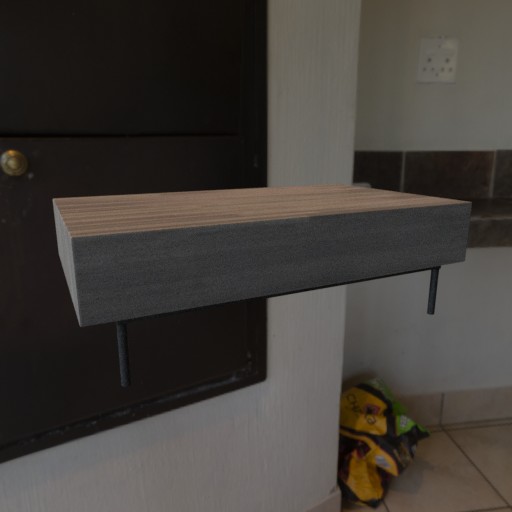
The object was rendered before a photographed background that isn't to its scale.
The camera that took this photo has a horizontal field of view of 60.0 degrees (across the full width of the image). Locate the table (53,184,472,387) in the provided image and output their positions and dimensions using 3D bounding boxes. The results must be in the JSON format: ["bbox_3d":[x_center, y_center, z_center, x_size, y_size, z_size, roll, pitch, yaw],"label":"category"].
[{"bbox_3d":[0.000,0.000,1.375,1.088,0.347,0.643,-7,16,-26],"label":"table"}]
